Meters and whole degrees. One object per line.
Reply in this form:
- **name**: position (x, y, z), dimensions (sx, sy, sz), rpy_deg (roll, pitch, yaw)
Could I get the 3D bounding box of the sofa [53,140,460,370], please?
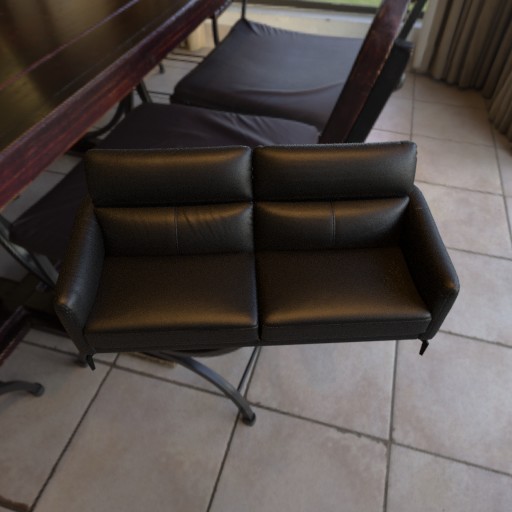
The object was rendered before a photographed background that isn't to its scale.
- **sofa**: position (0.000, 0.000, 2.510), dimensions (2.069, 0.957, 0.856), rpy_deg (-2, 46, -2)
